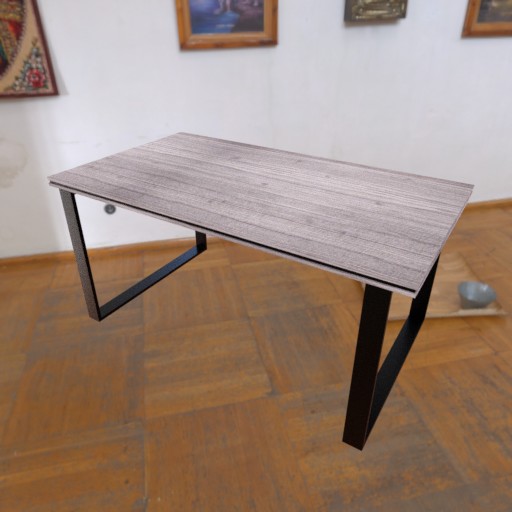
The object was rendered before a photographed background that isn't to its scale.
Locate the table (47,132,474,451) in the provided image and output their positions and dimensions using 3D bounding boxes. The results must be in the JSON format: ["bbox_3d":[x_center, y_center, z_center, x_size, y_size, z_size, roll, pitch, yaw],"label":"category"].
[{"bbox_3d":[0.000,0.000,2.058,1.579,0.736,0.881,18,35,27],"label":"table"}]
